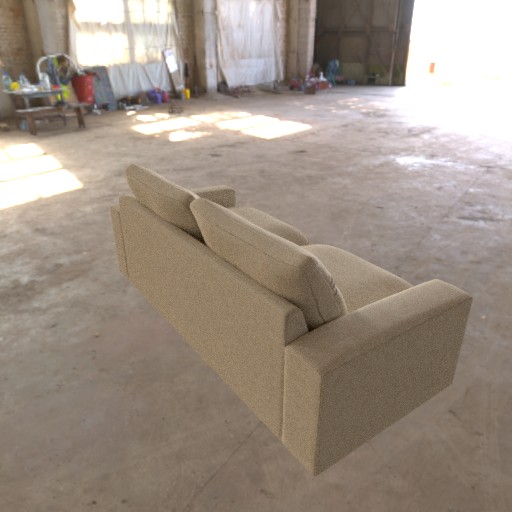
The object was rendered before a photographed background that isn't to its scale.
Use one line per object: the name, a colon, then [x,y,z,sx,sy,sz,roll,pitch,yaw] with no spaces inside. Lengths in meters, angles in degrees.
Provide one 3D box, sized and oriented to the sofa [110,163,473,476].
sofa: [0.000,0.000,2.751,1.040,0.922,2.299,-17,30,-32]
